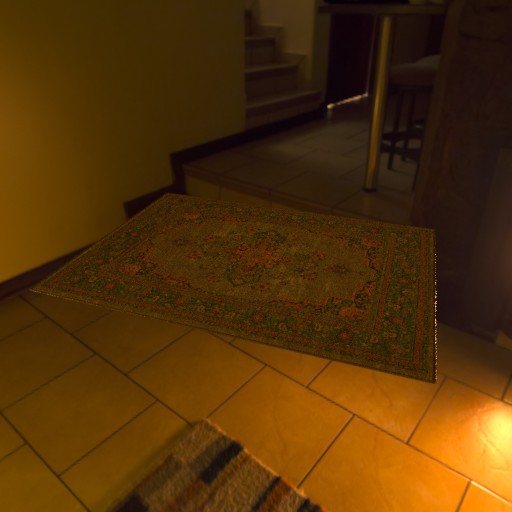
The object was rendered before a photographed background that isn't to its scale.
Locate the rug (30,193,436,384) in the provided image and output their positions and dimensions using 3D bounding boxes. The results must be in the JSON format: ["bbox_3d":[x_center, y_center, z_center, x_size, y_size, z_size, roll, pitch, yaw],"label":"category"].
[{"bbox_3d":[0.000,0.000,2.896,2.214,0.013,1.609,10,31,17],"label":"rug"}]
